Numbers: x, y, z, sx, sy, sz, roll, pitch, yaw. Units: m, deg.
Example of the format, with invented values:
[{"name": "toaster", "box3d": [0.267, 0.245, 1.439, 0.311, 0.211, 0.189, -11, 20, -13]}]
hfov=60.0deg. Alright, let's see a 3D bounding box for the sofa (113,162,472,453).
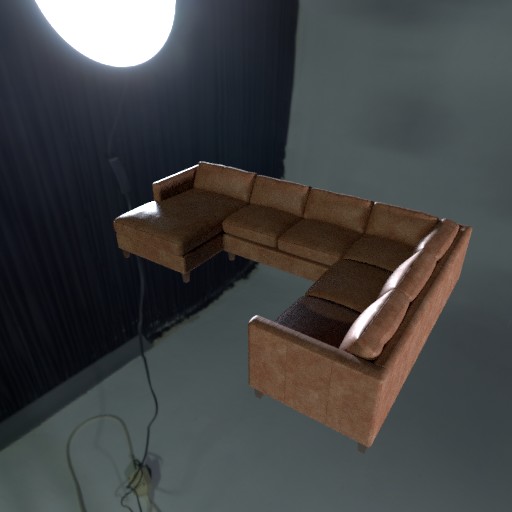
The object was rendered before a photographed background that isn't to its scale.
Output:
[{"name": "sofa", "box3d": [0.000, 0.000, 4.370, 3.401, 0.832, 2.430, 19, 35, 29]}]
